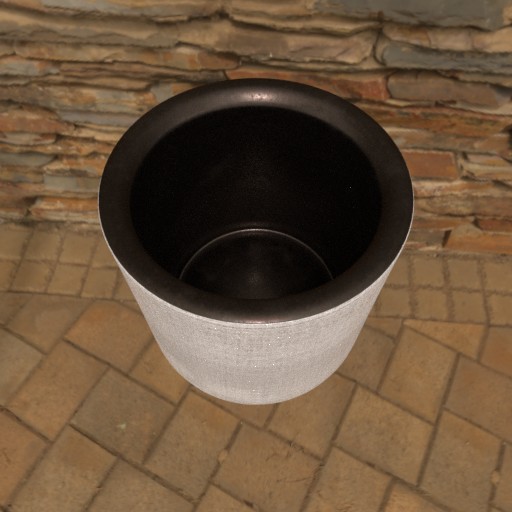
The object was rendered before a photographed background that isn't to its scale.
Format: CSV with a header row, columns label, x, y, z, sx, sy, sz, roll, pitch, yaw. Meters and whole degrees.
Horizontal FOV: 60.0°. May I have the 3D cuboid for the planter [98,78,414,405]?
label,x,y,z,sx,sy,sz,roll,pitch,yaw
planter,0.000,0.000,0.288,0.160,0.156,0.160,0,59,0
